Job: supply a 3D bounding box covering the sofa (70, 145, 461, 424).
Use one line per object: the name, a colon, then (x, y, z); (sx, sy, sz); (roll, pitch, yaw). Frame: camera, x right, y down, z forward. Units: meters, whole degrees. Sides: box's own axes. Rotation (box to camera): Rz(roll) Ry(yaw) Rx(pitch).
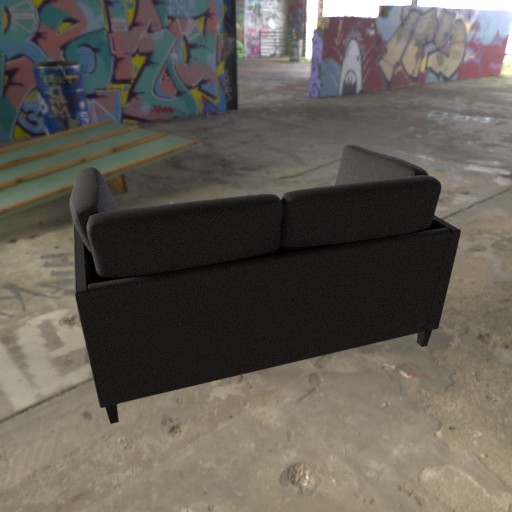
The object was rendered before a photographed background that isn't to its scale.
sofa: (0.000, 0.000, 2.333); (1.751, 0.920, 0.969); (-9, 29, -17)
